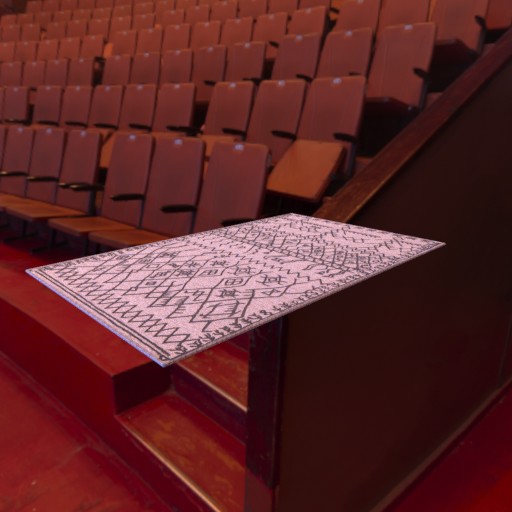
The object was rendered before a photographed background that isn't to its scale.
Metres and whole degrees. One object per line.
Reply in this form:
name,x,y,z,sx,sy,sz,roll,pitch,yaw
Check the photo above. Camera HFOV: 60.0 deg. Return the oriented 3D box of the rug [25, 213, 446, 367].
rug,0.000,0.000,2.994,2.444,0.012,1.526,-16,23,-42
